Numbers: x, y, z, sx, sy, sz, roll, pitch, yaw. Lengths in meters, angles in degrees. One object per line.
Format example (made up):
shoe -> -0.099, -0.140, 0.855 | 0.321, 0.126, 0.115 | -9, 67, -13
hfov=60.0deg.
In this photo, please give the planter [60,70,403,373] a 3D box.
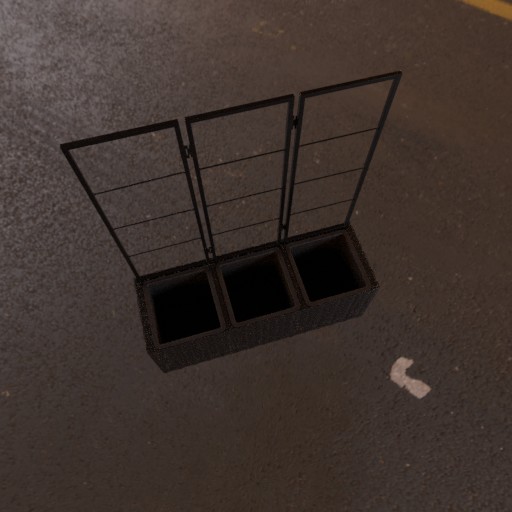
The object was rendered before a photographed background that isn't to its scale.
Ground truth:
planter -> 0.000, 0.000, 1.162 | 0.698, 0.841, 0.244 | -15, 64, -7
